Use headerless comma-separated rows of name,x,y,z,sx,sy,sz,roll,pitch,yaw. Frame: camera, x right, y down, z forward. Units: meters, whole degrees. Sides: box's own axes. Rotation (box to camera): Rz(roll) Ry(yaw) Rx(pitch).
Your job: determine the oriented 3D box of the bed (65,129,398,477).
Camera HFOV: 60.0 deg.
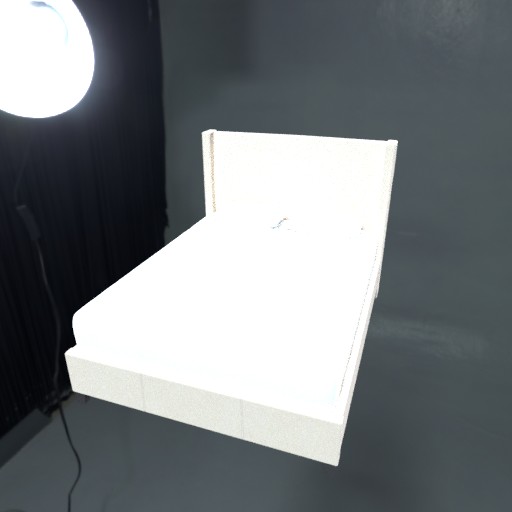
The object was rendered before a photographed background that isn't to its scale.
bed,0.000,0.000,3.394,1.778,1.471,2.293,8,26,18
